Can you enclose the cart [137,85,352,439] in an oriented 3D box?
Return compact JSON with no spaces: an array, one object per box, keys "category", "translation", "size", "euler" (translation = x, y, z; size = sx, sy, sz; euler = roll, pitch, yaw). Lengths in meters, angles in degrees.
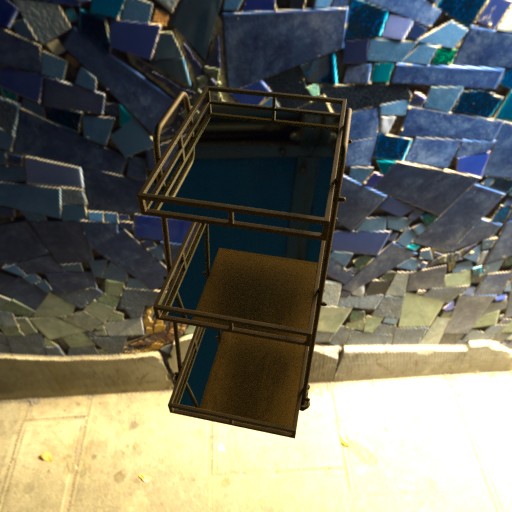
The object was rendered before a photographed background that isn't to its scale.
[{"category":"cart","translation":[0.000,0.000,1.289],"size":[0.441,0.883,0.711],"euler":[9,47,8]}]
